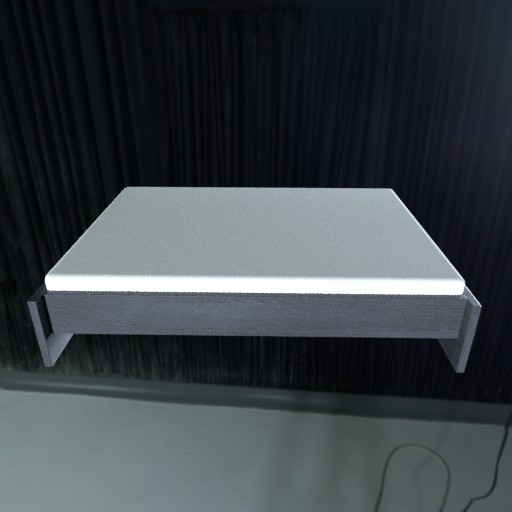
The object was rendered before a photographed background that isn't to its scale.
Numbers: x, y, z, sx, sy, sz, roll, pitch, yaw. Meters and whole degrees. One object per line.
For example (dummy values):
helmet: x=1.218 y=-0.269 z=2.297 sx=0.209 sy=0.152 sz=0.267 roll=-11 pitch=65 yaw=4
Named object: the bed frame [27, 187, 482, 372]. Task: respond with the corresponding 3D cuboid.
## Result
bed frame: x=0.000 y=0.000 z=2.629 sx=1.950 sy=0.432 sz=1.490 roll=1 pitch=27 yaw=1
